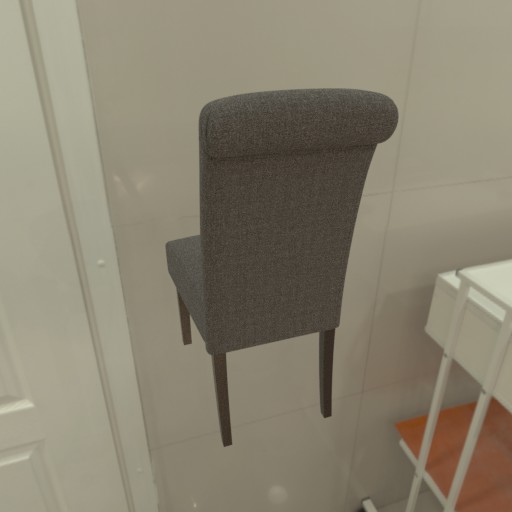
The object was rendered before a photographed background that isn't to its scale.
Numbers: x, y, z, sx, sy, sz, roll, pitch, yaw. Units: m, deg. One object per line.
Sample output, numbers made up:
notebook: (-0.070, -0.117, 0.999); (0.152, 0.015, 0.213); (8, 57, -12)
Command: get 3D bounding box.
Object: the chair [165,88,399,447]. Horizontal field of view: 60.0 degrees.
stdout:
chair: (0.000, 0.000, 1.336); (0.456, 1.006, 0.671); (-9, 29, -17)
